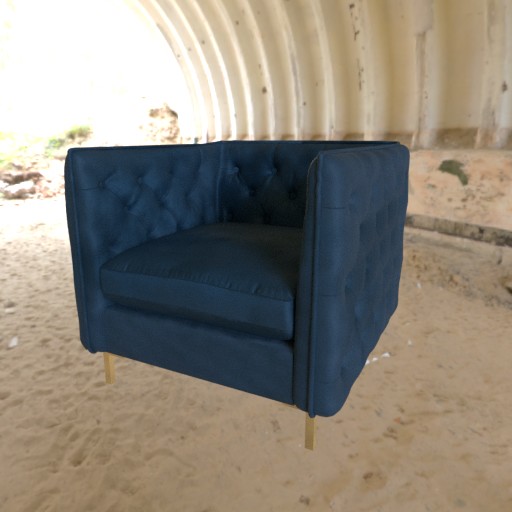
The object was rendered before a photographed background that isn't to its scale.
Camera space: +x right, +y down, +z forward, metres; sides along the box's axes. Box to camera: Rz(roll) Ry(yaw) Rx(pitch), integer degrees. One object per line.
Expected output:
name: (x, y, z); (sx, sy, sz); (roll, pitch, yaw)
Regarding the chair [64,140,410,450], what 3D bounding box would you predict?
chair: (0.000, 0.000, 1.531); (0.868, 0.771, 0.877); (8, 17, 26)
